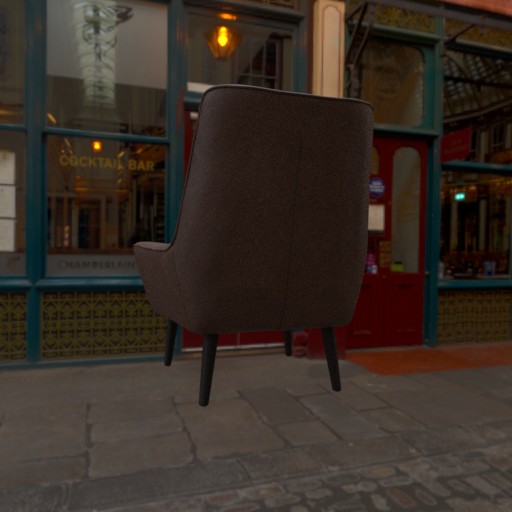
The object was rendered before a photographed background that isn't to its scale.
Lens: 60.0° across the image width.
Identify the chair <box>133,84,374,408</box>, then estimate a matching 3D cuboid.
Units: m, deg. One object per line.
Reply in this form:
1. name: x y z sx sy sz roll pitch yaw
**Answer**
1. chair: 0.000 0.000 1.542 0.787 0.888 0.824 0 0 -18
